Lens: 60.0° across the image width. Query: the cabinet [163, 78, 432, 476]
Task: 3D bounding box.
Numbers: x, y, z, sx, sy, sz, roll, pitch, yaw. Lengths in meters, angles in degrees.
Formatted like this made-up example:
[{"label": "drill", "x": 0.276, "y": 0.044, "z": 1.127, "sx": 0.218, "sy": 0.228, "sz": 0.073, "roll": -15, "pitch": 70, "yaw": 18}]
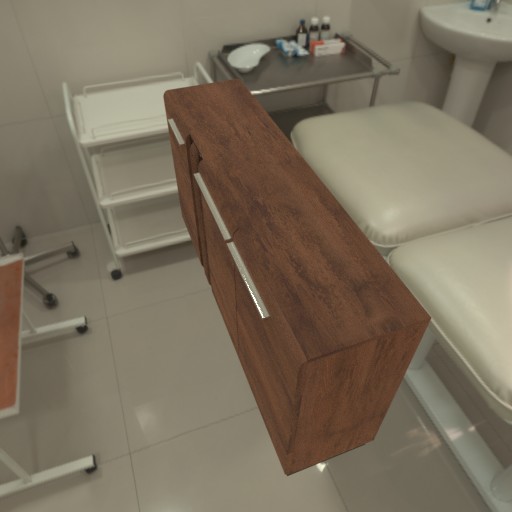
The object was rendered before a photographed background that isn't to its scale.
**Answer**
[{"label": "cabinet", "x": 0.000, "y": 0.000, "z": 2.000, "sx": 0.420, "sy": 0.900, "sz": 1.600, "roll": -15, "pitch": 48, "yaw": -14}]
